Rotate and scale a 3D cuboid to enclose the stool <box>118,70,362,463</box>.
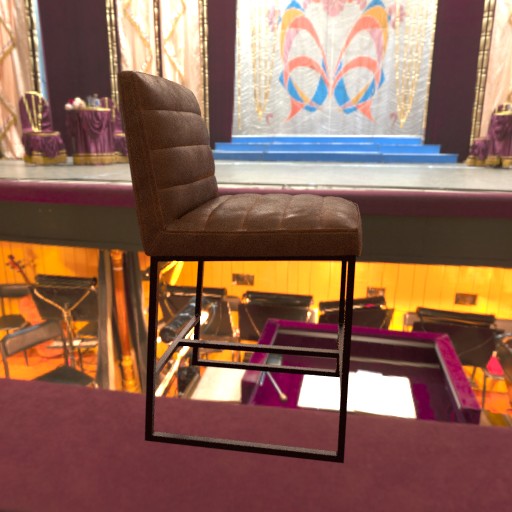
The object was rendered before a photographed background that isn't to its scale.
[{"bbox_3d":[0.000,0.000,1.244,0.562,0.942,0.463,2,15,9],"label":"stool"}]
